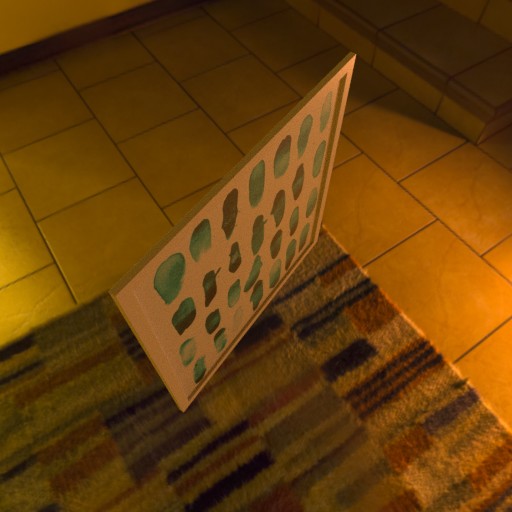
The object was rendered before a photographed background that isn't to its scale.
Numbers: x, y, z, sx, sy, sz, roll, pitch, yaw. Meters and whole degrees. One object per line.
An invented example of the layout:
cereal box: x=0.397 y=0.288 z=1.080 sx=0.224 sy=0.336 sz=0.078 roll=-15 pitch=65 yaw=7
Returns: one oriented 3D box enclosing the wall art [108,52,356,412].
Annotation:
wall art: x=0.000 y=0.000 z=0.701 sx=0.009 sy=0.457 sz=0.456 roll=31 pitch=63 yaw=18
